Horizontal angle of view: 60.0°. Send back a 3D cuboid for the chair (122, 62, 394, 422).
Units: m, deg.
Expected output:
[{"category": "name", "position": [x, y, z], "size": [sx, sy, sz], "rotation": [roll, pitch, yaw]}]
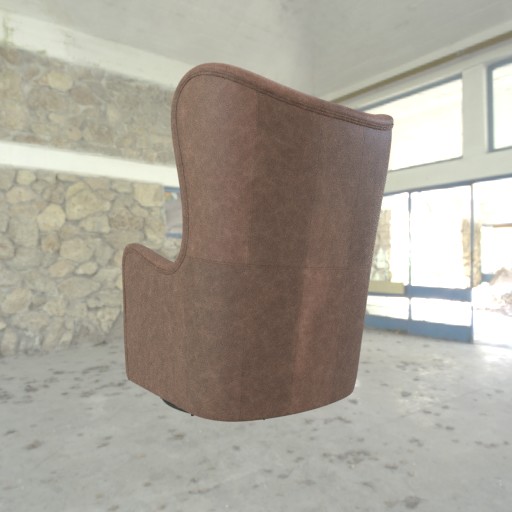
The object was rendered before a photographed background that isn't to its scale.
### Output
[{"category": "chair", "position": [0.000, 0.000, 1.701], "size": [0.831, 1.079, 0.930], "rotation": [1, -2, -36]}]
